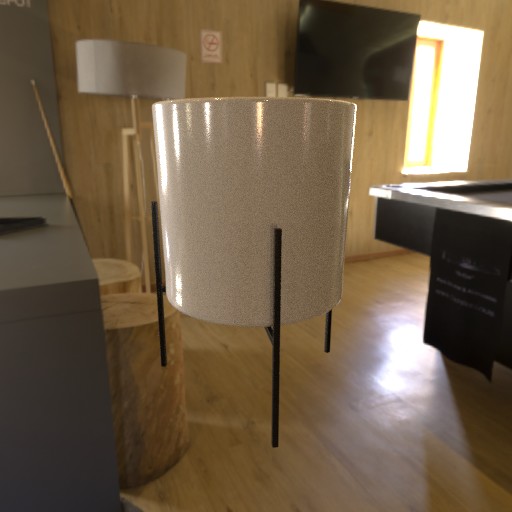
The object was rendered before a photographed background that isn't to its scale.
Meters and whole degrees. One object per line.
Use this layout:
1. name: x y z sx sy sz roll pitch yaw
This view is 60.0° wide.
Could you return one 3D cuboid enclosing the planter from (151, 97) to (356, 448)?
1. planter: 0.000 0.000 0.662 0.307 0.431 0.308 -3 16 -9
